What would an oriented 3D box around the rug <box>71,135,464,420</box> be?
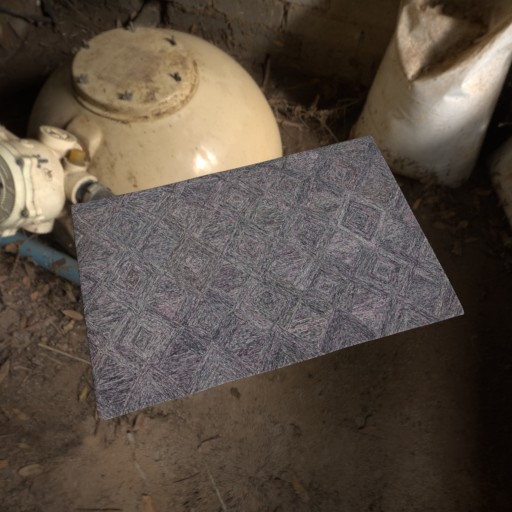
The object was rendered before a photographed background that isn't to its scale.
[{"bbox_3d":[0.000,0.000,2.258,1.752,0.013,1.158,-15,65,-7],"label":"rug"}]
